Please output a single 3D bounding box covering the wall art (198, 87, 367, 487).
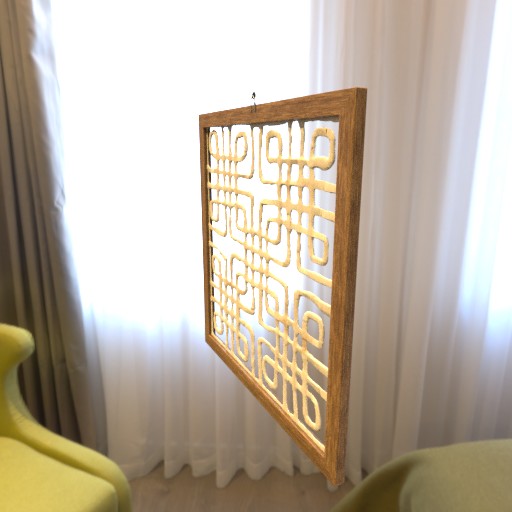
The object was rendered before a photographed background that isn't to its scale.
[{"bbox_3d":[0.000,0.000,0.835,0.021,0.582,0.561,-7,16,-26],"label":"wall art"}]
